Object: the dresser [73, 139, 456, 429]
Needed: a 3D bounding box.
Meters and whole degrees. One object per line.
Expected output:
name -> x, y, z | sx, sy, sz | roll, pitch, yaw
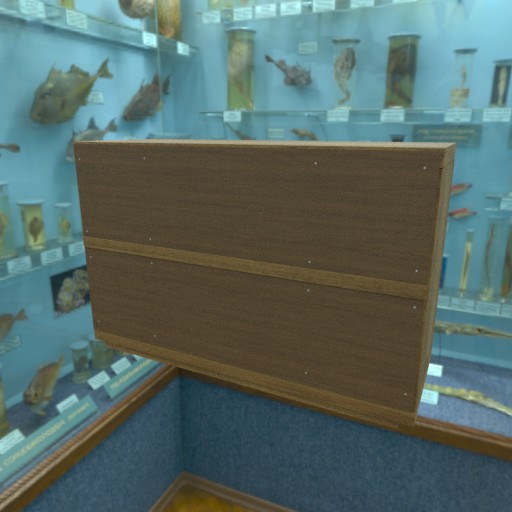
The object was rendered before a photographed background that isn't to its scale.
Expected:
dresser -> 0.000, 0.000, 1.656 | 1.261, 0.825, 0.479 | 8, 18, 25
